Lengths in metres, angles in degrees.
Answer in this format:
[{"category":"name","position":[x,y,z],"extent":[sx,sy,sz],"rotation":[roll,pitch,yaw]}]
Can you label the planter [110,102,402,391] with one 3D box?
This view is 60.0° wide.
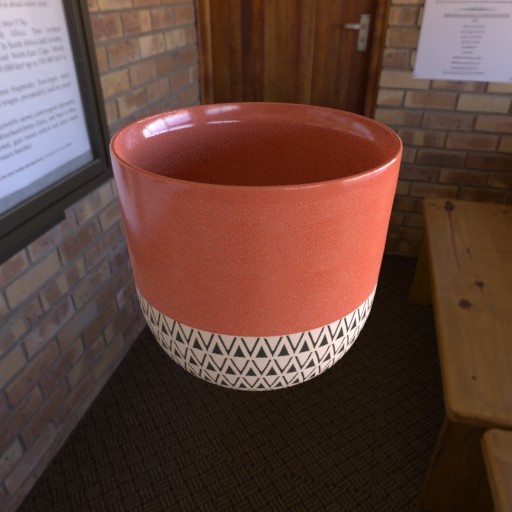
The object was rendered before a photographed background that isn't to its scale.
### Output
[{"category":"planter","position":[0.000,0.000,0.486],"extent":[0.266,0.270,0.266],"rotation":[0,31,0]}]
